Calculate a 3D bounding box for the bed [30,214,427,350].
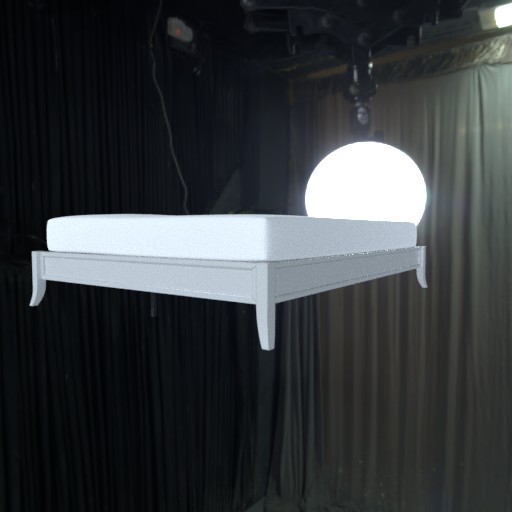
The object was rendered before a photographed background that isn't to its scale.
[{"bbox_3d":[0.000,0.000,2.851,1.604,0.510,2.108,2,4,35],"label":"bed"}]
